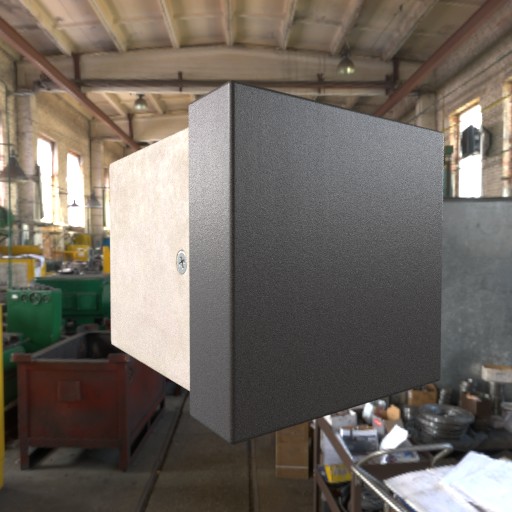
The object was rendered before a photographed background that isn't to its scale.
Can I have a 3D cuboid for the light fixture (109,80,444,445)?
[{"bbox_3d":[0.000,0.000,0.237,0.121,0.121,0.143,-1,2,-35],"label":"light fixture"}]
